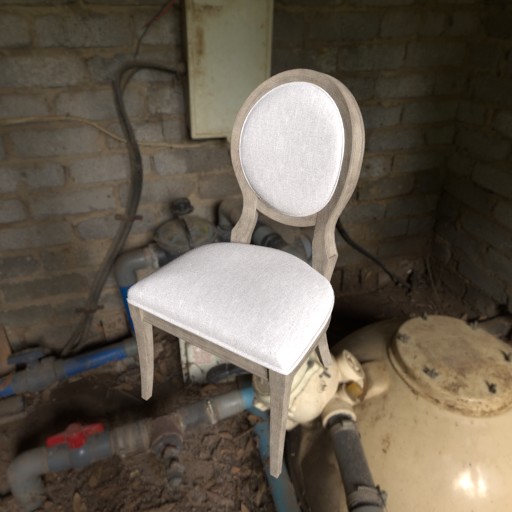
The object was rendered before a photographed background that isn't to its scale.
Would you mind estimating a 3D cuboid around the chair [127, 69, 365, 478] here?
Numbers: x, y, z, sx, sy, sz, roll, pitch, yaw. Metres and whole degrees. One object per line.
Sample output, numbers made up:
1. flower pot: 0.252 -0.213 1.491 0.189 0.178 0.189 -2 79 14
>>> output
1. chair: 0.000 0.000 1.340 0.558 0.990 0.602 18 35 28
